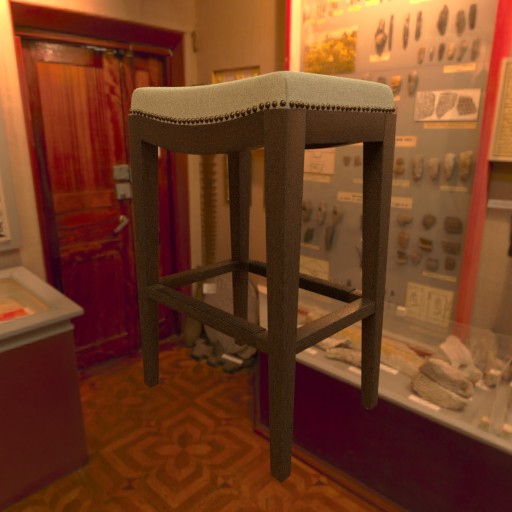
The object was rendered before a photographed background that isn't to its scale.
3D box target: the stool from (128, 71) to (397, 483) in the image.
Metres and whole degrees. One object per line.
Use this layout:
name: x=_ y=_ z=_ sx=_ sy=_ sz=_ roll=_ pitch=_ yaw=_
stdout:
stool: x=0.000 y=0.000 z=1.049 sx=0.498 sy=0.759 sz=0.358 roll=15 pitch=22 yaw=43
